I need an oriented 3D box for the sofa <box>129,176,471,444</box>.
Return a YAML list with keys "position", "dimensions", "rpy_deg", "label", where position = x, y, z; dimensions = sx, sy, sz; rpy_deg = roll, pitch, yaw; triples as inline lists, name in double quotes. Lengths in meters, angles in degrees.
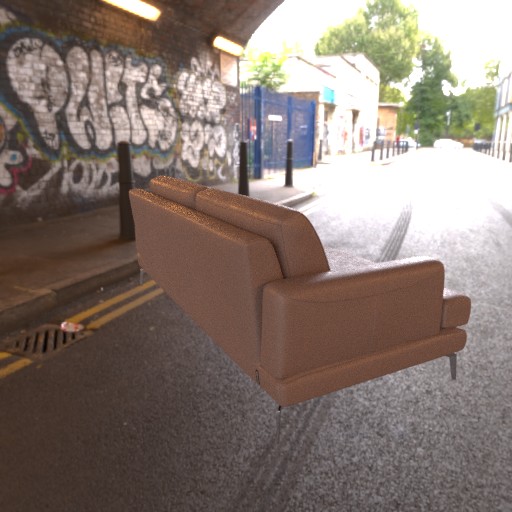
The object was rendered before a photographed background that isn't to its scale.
- position: [0.000, 0.000, 2.380]
  dimensions: [0.974, 0.765, 1.940]
  rpy_deg: [-8, 17, -27]
  label: "sofa"
